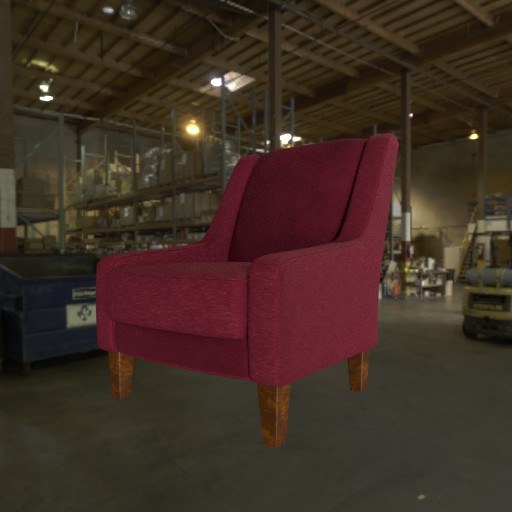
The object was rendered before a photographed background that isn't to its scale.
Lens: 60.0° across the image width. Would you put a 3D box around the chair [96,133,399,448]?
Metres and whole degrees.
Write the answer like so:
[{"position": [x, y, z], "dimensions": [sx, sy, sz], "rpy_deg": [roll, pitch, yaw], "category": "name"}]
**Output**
[{"position": [0.000, 0.000, 1.702], "dimensions": [0.793, 1.017, 0.985], "rpy_deg": [0, 1, 36], "category": "chair"}]
